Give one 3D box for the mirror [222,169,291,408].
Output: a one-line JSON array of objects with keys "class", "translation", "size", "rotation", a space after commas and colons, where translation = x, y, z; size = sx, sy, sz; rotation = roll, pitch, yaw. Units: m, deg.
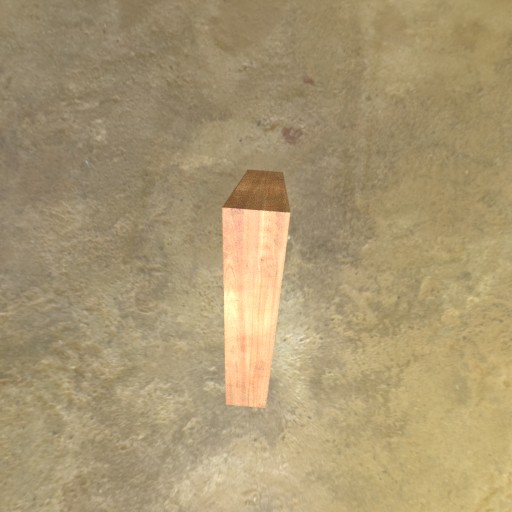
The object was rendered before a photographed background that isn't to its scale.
[{"class": "mirror", "translation": [0.000, 0.000, 0.903], "size": [0.100, 0.548, 0.631], "rotation": [5, 76, 1]}]
